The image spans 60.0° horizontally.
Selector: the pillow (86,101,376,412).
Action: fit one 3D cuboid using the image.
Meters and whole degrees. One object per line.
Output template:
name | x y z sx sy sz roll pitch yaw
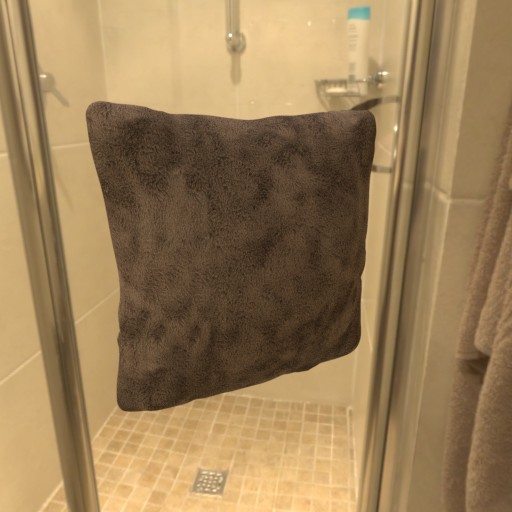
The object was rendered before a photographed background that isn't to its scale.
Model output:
pillow | 0.000 0.000 0.794 0.522 0.520 0.204 -9 20 -26
